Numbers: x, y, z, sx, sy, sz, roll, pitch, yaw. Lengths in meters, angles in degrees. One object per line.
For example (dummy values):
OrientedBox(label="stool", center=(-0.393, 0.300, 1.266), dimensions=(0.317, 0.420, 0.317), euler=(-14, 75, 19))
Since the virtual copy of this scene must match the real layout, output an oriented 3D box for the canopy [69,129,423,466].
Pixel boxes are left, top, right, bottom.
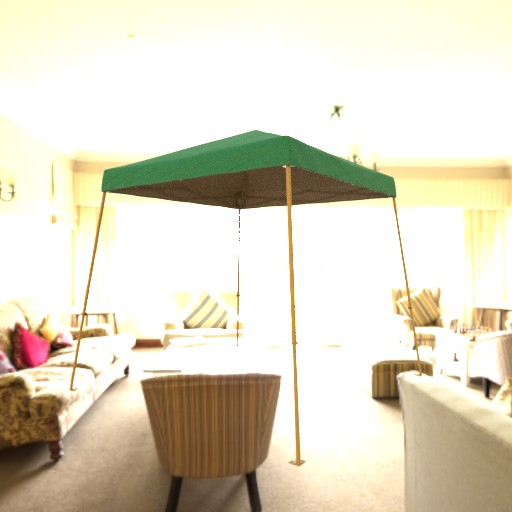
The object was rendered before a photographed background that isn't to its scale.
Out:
OrientedBox(label="canopy", center=(0.000, 0.000, 5.002), dimensions=(2.850, 2.850, 2.849), euler=(0, 0, 37))
